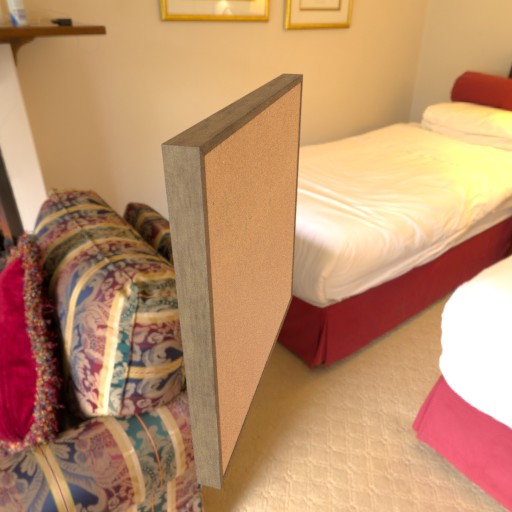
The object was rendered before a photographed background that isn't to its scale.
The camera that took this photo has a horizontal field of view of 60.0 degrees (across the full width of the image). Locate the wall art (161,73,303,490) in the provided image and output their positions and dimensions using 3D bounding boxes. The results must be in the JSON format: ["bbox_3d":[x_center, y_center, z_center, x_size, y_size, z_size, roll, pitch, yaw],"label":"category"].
[{"bbox_3d":[0.000,0.000,0.743,0.038,0.508,0.508,8,30,14],"label":"wall art"}]
